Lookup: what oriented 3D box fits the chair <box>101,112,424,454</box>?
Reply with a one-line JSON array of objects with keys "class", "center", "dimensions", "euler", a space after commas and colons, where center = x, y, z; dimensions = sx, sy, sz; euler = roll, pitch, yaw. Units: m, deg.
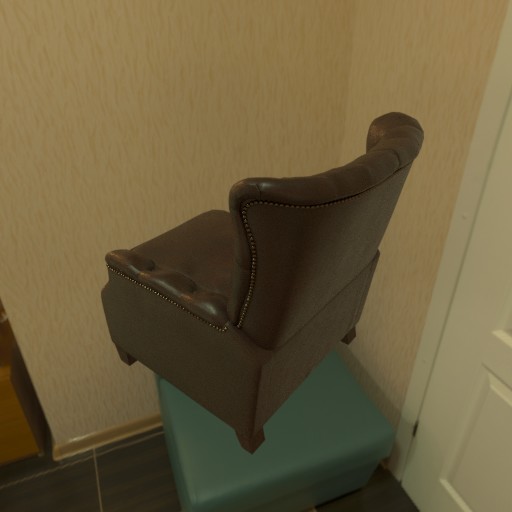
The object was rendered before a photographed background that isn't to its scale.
[{"class": "chair", "center": [0.000, 0.000, 1.423], "dimensions": [0.823, 0.864, 0.709], "euler": [22, 38, 32]}]
